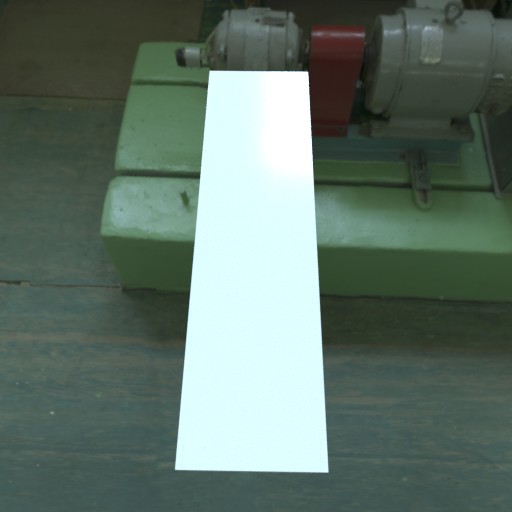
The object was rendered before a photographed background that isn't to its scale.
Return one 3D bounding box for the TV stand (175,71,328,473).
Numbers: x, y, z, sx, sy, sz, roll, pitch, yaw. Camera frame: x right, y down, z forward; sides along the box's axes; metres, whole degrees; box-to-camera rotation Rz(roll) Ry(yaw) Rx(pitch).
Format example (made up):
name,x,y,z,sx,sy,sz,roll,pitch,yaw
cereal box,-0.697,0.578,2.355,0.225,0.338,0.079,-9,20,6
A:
name,x,y,z,sx,sy,sz,roll,pitch,yaw
TV stand,0.000,0.000,1.713,0.410,0.440,1.500,1,64,0
